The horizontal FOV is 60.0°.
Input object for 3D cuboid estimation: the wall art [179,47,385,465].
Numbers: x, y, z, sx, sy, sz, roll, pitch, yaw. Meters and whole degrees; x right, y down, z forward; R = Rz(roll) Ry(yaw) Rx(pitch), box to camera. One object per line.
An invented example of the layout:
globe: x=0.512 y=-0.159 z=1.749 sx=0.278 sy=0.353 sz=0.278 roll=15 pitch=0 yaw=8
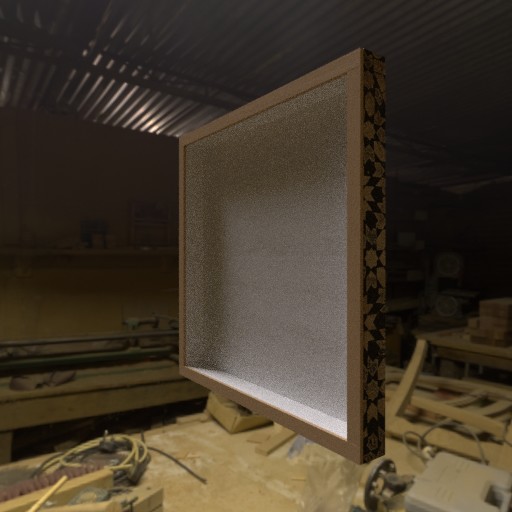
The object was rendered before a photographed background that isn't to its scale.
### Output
wall art: x=0.000 y=0.000 z=0.605 sx=0.038 sy=0.405 sz=0.405 roll=0 pitch=0 yaw=-35
